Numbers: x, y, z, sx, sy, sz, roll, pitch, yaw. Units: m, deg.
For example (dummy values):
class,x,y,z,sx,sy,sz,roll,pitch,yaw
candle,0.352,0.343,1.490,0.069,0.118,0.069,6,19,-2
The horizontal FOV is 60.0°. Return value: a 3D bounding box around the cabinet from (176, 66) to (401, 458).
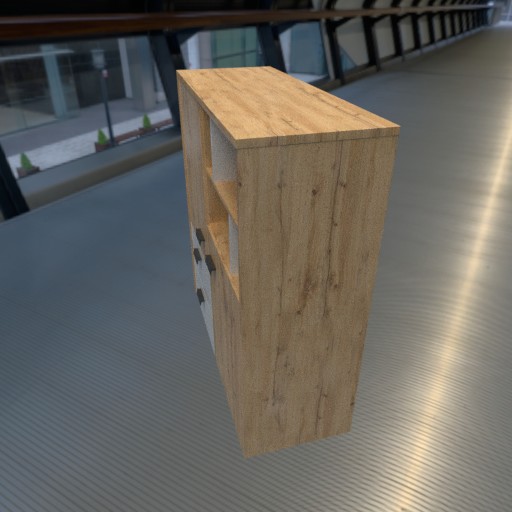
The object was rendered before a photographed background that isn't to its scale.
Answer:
class,x,y,z,sx,sy,sz,roll,pitch,yaw
cabinet,0.000,0.000,1.968,0.473,1.397,1.168,-8,32,-14
